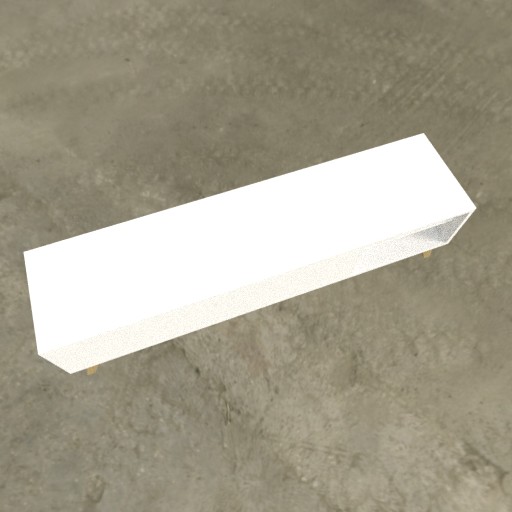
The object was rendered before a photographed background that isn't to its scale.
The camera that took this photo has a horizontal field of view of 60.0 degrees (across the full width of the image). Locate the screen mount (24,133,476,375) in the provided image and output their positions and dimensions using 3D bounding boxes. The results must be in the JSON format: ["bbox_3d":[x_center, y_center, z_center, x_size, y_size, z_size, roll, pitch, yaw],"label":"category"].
[{"bbox_3d":[0.000,0.000,1.838,1.644,0.432,0.399,-18,64,-9],"label":"screen mount"}]
